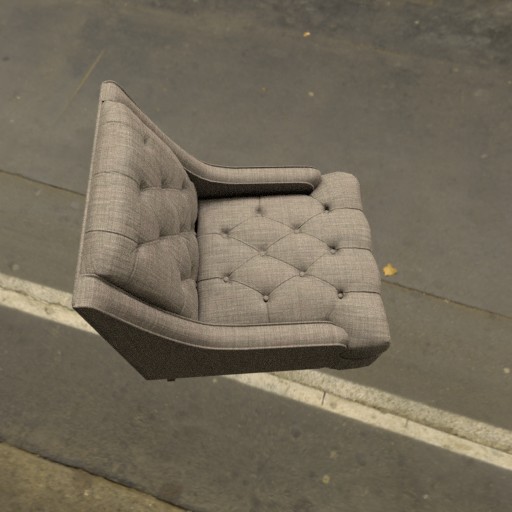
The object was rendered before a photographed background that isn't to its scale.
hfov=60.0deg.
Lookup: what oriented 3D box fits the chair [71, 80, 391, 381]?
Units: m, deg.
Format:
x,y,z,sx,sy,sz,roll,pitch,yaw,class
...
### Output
x,y,z,sx,sy,sz,roll,pitch,yaw,class
0.000,0.000,1.401,0.771,0.891,0.655,-3,62,-2,chair
